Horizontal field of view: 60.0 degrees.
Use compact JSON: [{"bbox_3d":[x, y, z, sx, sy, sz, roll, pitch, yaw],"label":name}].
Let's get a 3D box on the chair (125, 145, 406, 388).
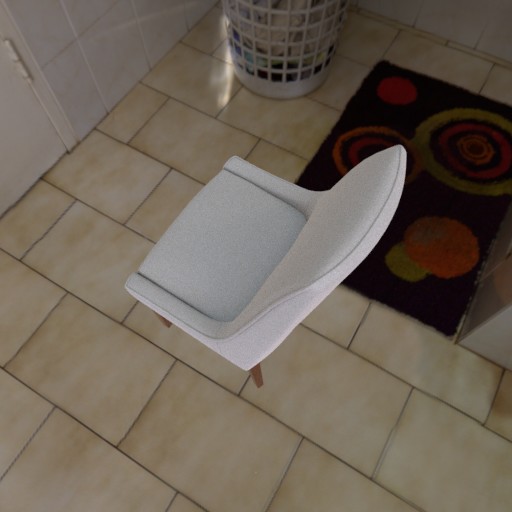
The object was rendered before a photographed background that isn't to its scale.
[{"bbox_3d":[0.000,0.000,1.210,0.544,0.861,0.529,30,68,14],"label":"chair"}]
